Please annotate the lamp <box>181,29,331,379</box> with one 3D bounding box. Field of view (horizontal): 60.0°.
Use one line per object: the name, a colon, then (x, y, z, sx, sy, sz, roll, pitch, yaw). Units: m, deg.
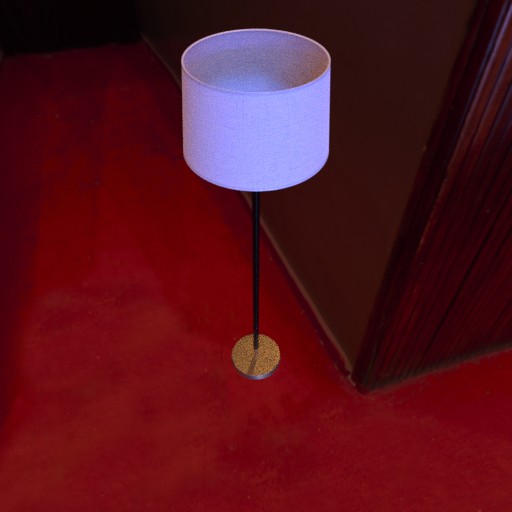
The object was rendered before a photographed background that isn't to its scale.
lamp: (0.000, 0.000, 1.629, 0.420, 1.447, 0.420, 0, 47, 0)
